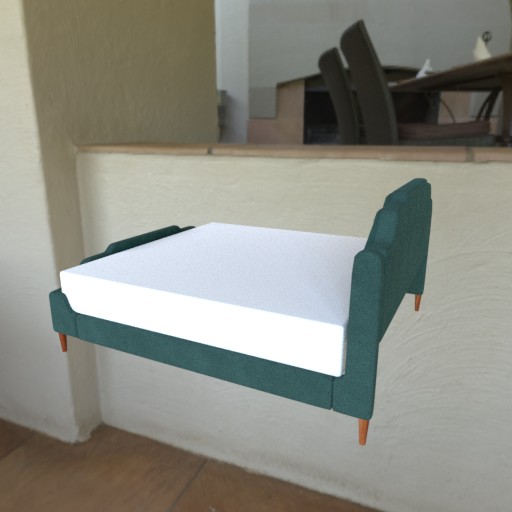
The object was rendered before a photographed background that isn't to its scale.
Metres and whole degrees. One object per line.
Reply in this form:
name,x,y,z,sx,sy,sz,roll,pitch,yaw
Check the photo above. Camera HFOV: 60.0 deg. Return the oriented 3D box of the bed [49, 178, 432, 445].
bed,0.000,0.000,3.492,2.340,1.245,2.074,8,17,26
